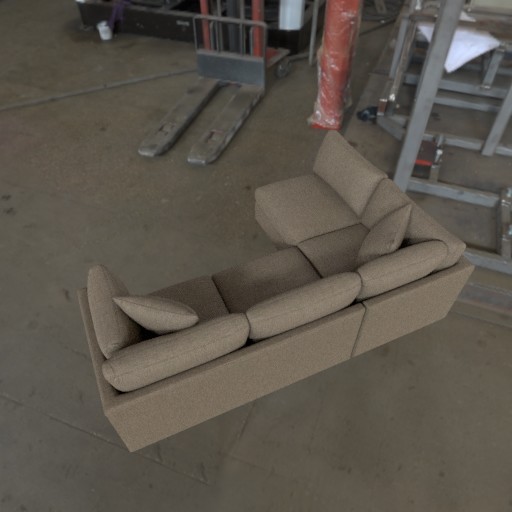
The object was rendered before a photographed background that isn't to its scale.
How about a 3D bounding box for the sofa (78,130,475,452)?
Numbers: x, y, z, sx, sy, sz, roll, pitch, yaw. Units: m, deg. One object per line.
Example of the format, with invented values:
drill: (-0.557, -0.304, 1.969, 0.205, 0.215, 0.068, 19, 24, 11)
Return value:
sofa: (0.000, 0.000, 3.824, 2.896, 0.978, 1.994, -18, 48, -17)
